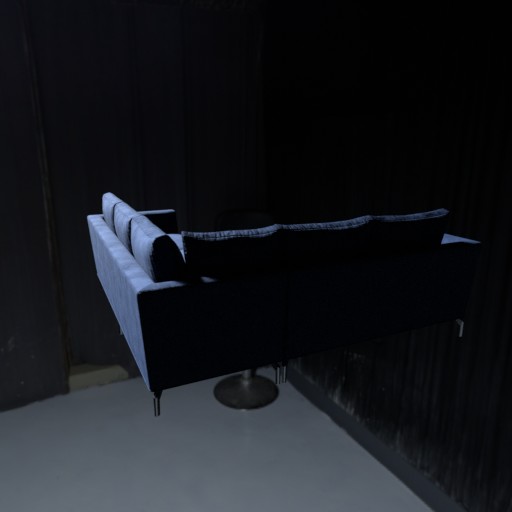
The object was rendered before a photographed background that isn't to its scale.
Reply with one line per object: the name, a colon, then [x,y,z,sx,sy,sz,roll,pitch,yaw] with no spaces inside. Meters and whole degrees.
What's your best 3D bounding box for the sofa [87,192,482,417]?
sofa: [0.000,0.000,3.823,2.472,0.988,2.463,-7,17,-25]
